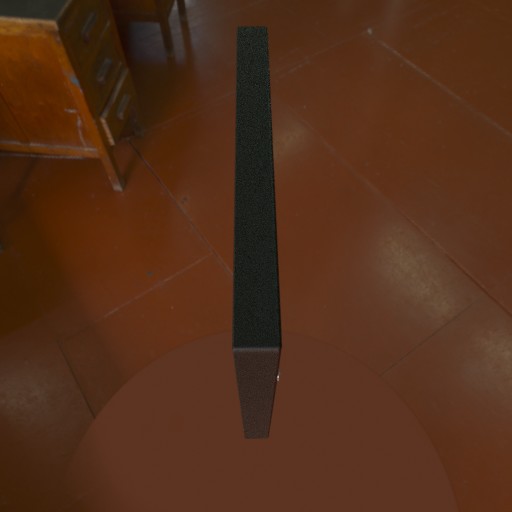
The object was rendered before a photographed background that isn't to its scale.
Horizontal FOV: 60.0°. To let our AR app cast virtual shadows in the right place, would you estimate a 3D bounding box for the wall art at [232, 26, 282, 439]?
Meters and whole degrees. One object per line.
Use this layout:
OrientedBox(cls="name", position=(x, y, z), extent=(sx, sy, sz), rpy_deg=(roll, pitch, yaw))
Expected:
OrientedBox(cls="wall art", position=(0.000, 0.000, 0.605), extent=(0.041, 0.407, 0.406), rpy_deg=(-1, 59, 0))
